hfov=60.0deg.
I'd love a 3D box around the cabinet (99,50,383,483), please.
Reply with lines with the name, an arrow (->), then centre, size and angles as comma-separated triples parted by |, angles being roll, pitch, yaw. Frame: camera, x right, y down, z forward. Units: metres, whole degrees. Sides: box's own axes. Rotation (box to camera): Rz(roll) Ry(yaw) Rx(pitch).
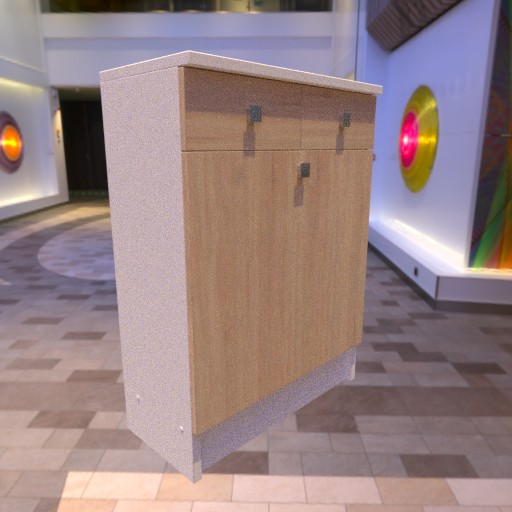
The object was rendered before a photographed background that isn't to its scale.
cabinet -> 0.000, 0.000, 1.094 | 0.296, 0.815, 0.600 | 13, 19, 43
